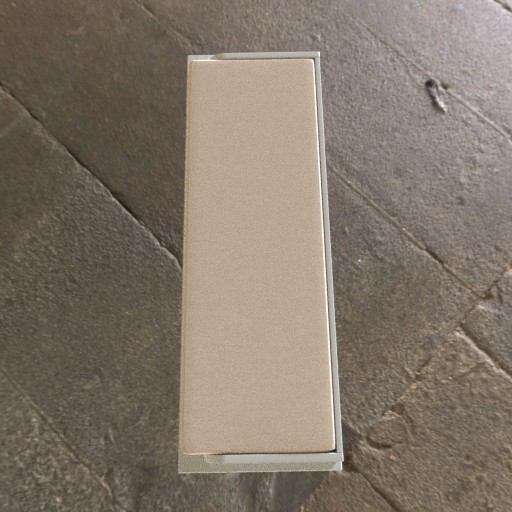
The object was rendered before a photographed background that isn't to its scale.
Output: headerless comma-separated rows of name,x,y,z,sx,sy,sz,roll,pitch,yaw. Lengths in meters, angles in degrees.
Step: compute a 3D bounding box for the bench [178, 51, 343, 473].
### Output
bench,0.000,0.000,1.415,0.402,0.486,1.185,-1,76,0
